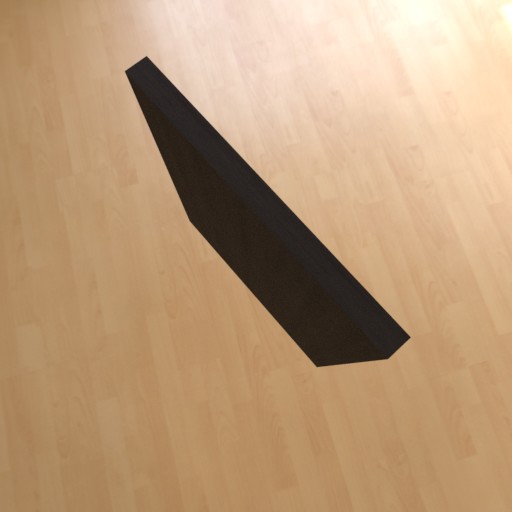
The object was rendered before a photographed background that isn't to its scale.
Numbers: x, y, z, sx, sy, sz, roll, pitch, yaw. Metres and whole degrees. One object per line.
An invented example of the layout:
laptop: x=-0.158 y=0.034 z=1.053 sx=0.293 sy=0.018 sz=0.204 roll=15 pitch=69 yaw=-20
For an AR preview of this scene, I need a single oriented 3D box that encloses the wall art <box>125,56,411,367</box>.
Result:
wall art: x=0.000 y=0.000 z=0.770 sx=0.034 sy=0.552 sz=0.455 roll=-40 pitch=79 yaw=-10
